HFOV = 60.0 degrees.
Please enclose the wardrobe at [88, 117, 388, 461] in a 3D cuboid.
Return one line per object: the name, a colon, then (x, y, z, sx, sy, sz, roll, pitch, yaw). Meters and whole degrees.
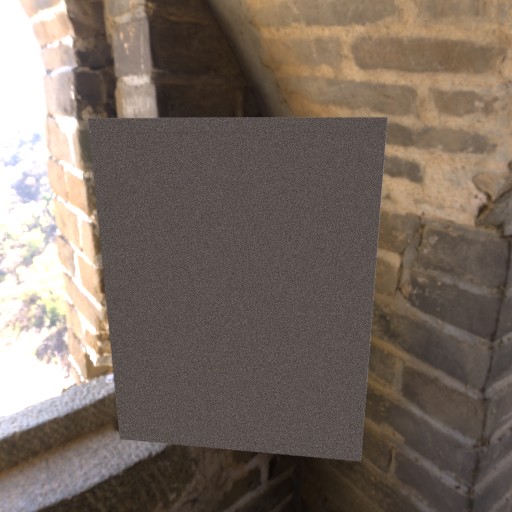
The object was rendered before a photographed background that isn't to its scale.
wardrobe: (0.000, 0.000, 0.892, 0.400, 0.520, 0.500, 2, 16, 7)
